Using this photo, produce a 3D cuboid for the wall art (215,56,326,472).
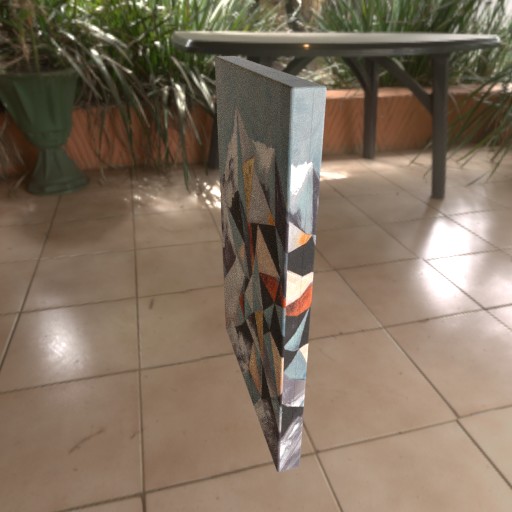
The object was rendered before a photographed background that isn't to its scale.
[{"bbox_3d":[0.000,0.000,1.158,0.061,0.911,0.609,-8,29,-14],"label":"wall art"}]
